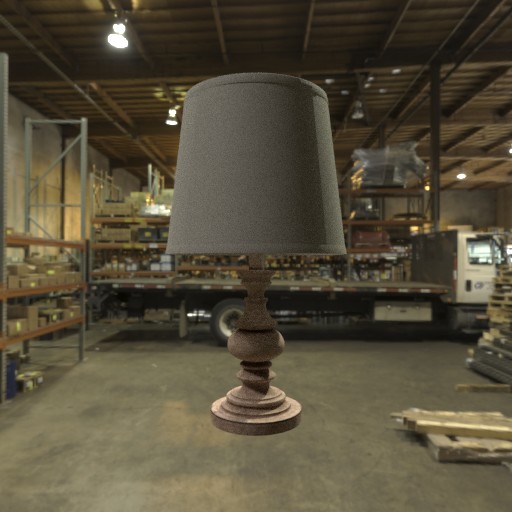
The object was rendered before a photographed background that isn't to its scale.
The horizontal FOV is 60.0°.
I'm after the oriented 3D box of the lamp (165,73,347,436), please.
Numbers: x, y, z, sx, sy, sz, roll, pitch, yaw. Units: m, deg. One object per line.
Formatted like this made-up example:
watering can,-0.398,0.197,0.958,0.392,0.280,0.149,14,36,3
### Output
lamp,0.000,0.000,0.681,0.273,0.497,0.273,0,-1,0
